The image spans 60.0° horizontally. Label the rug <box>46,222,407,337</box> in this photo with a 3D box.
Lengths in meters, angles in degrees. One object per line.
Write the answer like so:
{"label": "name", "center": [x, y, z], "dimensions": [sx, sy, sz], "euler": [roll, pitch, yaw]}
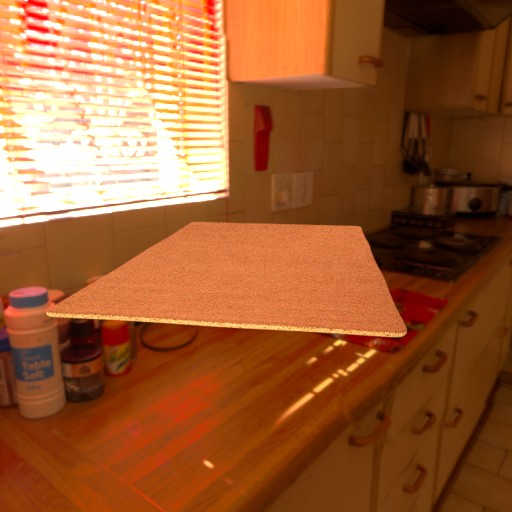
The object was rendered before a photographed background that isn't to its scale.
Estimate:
{"label": "rug", "center": [0.000, 0.000, 3.430], "dimensions": [1.801, 0.024, 2.700], "euler": [2, 15, 8]}
